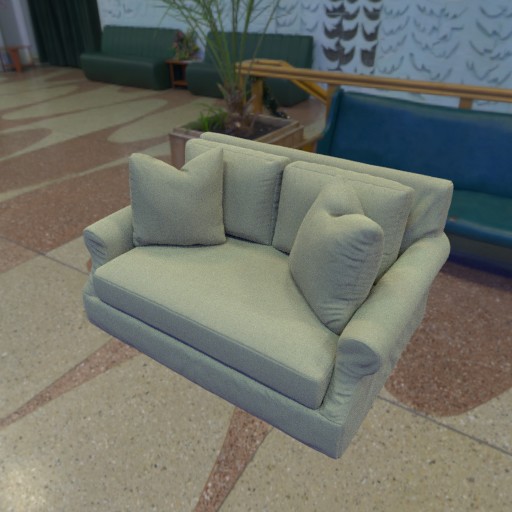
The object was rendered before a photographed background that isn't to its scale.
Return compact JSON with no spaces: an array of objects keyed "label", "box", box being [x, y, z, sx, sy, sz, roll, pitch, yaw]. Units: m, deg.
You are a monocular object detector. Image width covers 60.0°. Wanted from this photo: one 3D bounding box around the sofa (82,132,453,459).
[{"label":"sofa","box":[0.000,0.000,2.127,1.550,0.905,1.070,19,36,29]}]
